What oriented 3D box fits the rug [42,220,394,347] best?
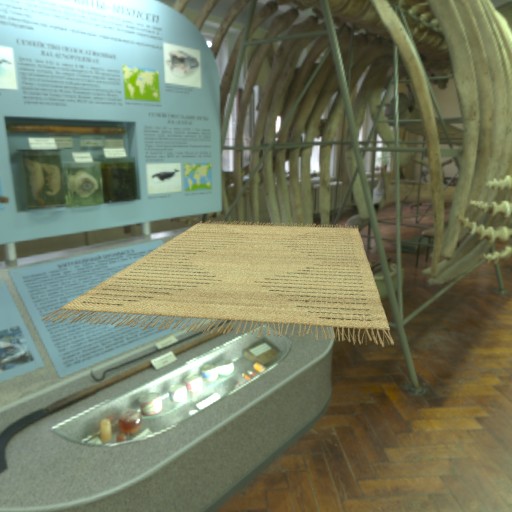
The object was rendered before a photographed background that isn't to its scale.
[{"bbox_3d":[0.000,0.000,2.476,1.224,0.027,2.085,2,15,9],"label":"rug"}]
